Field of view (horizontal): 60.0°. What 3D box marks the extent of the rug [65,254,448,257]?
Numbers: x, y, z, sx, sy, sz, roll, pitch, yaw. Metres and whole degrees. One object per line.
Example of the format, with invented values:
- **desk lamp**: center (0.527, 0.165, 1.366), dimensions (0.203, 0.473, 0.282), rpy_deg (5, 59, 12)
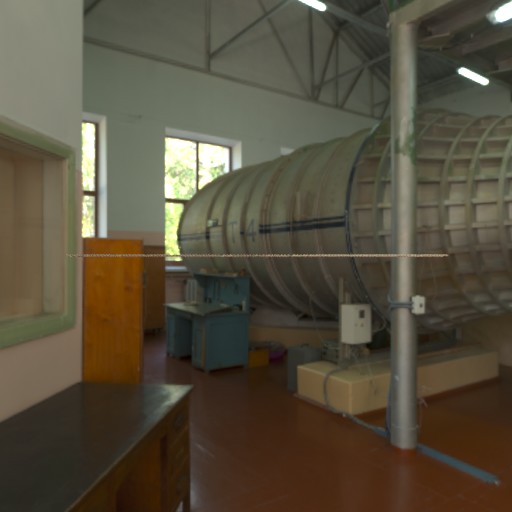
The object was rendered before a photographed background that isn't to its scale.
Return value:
- **rug**: center (0.000, 0.000, 4.139), dimensions (2.143, 0.015, 3.422), rpy_deg (0, 0, 0)
